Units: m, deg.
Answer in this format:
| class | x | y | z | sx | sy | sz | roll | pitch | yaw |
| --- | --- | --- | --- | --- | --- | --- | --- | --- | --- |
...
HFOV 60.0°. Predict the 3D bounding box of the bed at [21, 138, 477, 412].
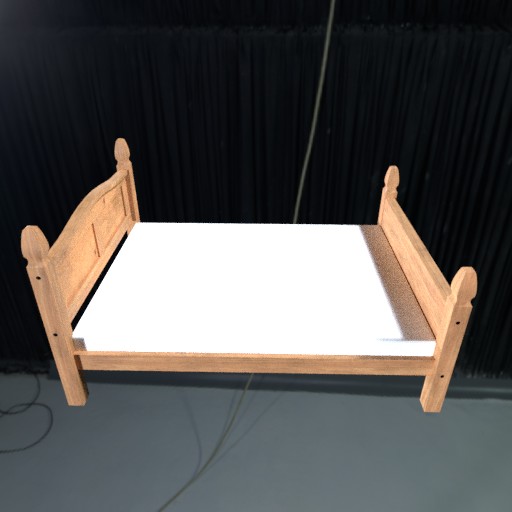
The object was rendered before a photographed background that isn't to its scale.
| class | x | y | z | sx | sy | sz | roll | pitch | yaw |
| --- | --- | --- | --- | --- | --- | --- | --- | --- | --- |
| bed | 0.000 | 0.000 | 2.826 | 2.069 | 1.100 | 1.490 | 1 | 30 | 1 |
